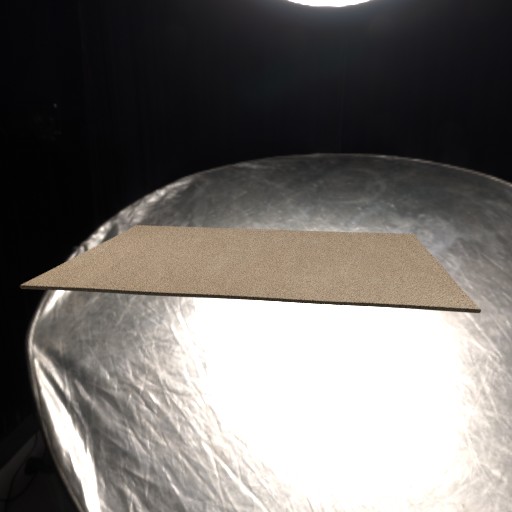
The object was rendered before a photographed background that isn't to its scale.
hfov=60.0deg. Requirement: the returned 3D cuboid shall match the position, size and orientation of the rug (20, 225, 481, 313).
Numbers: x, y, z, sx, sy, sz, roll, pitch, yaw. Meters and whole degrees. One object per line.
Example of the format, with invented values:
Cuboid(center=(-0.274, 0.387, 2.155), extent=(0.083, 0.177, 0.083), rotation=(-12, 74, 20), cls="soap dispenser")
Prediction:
Cuboid(center=(0.000, 0.000, 3.419), extent=(2.699, 0.025, 1.800), rotation=(2, 16, 8), cls="rug")
